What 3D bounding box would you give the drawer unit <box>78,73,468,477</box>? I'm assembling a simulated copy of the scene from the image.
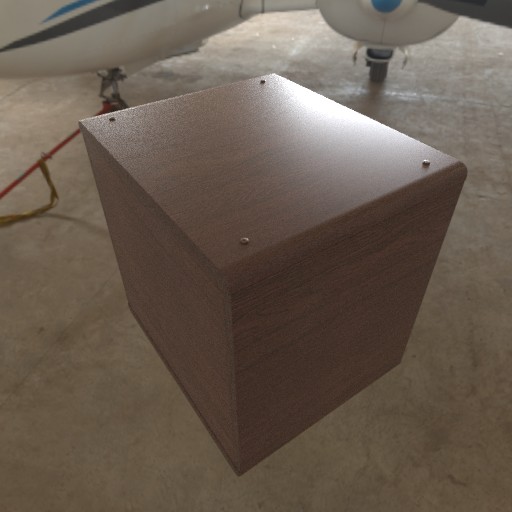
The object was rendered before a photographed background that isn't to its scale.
[{"bbox_3d":[0.000,0.000,0.603,0.290,0.344,0.344,-24,46,-26],"label":"drawer unit"}]
